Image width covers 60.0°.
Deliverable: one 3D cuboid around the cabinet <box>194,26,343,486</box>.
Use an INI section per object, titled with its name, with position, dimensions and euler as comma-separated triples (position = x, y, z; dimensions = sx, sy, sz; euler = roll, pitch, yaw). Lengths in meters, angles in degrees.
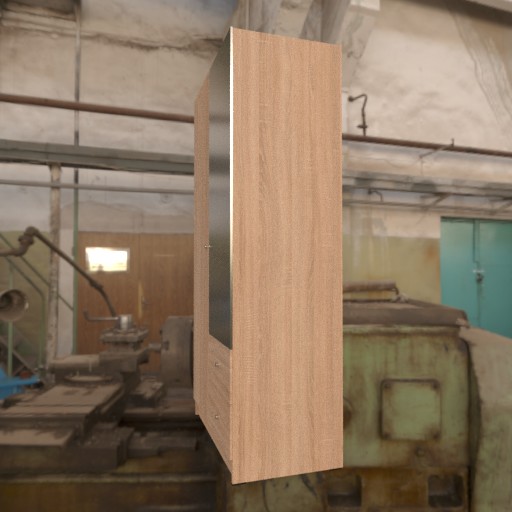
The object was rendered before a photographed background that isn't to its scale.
[cabinet]
position = 0.000, 0.000, 2.601
dimensions = 0.590, 2.121, 1.001
euler = 0, -1, -17
